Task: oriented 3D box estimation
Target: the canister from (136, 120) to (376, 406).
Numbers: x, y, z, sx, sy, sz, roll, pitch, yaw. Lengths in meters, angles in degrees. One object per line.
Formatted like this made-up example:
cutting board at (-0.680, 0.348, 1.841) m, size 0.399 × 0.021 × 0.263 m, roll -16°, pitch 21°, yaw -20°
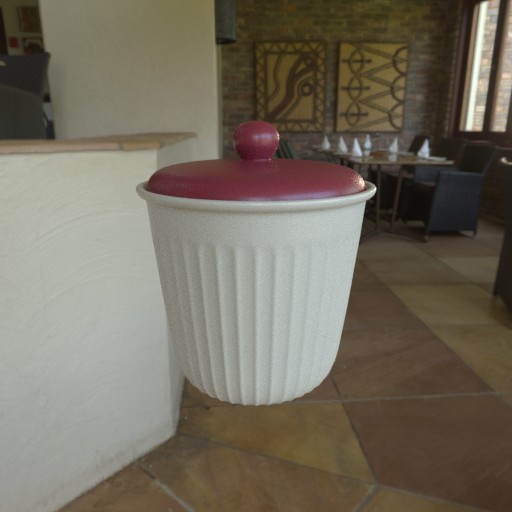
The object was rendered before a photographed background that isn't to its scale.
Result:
canister at (0.000, 0.000, 0.361) m, size 0.181 × 0.211 × 0.181 m, roll 0°, pitch 16°, yaw 0°
